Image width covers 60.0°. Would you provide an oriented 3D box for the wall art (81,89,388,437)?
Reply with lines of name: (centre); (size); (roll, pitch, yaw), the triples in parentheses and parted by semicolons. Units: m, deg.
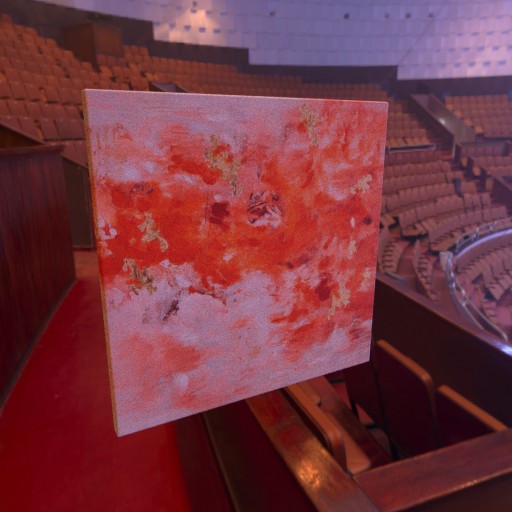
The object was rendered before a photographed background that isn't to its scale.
wall art: (0.000, 0.000, 1.104); (0.747, 0.746, 0.064); (-8, 17, -27)
